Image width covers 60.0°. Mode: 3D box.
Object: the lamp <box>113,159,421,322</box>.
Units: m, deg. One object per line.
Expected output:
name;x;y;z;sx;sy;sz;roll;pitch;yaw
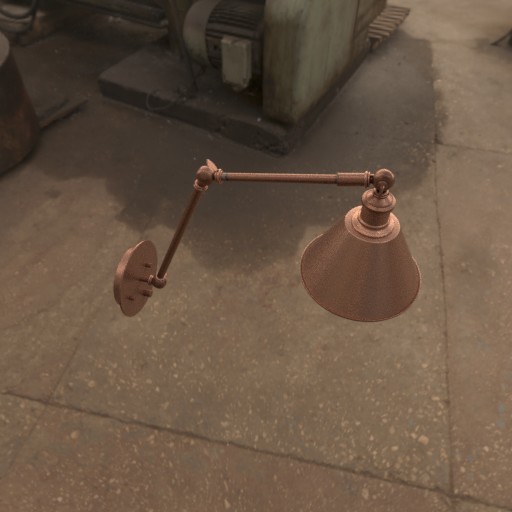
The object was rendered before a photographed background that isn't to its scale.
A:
lamp;0.000;0.000;0.878;0.624;0.502;0.223;11;49;10
